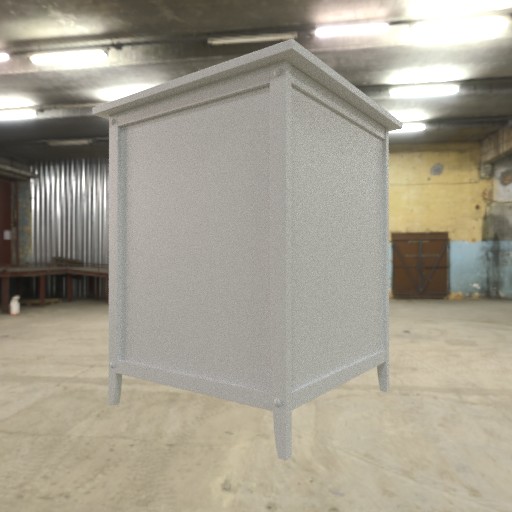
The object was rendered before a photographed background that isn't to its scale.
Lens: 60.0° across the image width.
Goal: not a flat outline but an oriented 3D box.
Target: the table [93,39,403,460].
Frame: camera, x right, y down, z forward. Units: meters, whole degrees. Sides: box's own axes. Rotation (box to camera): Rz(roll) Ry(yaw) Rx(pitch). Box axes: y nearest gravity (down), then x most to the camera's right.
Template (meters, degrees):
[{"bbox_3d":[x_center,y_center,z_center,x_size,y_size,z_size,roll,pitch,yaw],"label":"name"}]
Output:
[{"bbox_3d":[0.000,0.000,0.760,0.381,0.483,0.381,0,-1,36],"label":"table"}]
